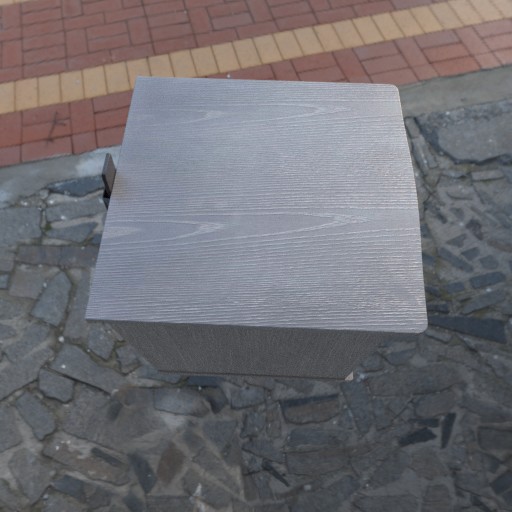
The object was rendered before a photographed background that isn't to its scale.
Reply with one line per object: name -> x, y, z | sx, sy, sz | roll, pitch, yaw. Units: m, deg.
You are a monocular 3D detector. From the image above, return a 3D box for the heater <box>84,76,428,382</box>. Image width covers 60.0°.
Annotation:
heater -> 0.000, 0.000, 0.741 | 0.400, 0.481, 0.362 | 2, 65, 1
